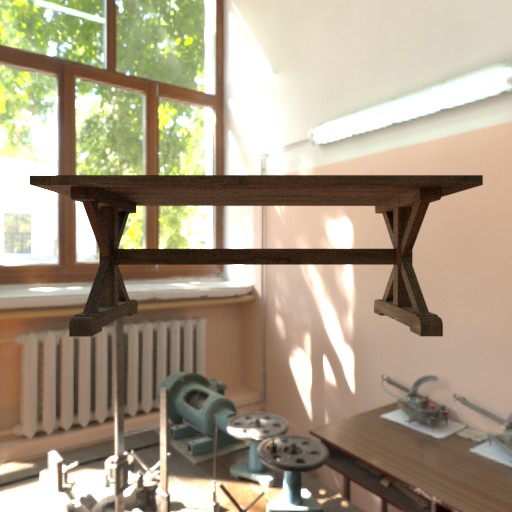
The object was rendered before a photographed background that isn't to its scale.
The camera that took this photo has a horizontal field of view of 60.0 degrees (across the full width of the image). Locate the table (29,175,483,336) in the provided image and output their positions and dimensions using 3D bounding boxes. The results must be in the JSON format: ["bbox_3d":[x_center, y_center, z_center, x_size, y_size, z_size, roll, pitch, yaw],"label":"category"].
[{"bbox_3d":[0.000,0.000,2.440,2.031,0.733,0.907,0,1,0],"label":"table"}]
